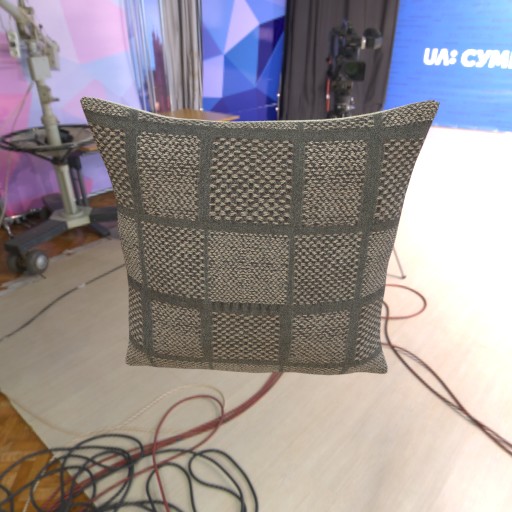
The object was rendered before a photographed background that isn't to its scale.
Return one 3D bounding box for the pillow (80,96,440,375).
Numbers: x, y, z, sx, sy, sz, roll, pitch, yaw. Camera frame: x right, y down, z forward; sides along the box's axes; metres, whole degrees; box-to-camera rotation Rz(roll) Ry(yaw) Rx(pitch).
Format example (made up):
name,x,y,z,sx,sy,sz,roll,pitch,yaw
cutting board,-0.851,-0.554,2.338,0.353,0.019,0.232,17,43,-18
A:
name,x,y,z,sx,sy,sz,roll,pitch,yaw
pillow,0.000,0.000,0.634,0.435,0.432,0.138,1,30,2
